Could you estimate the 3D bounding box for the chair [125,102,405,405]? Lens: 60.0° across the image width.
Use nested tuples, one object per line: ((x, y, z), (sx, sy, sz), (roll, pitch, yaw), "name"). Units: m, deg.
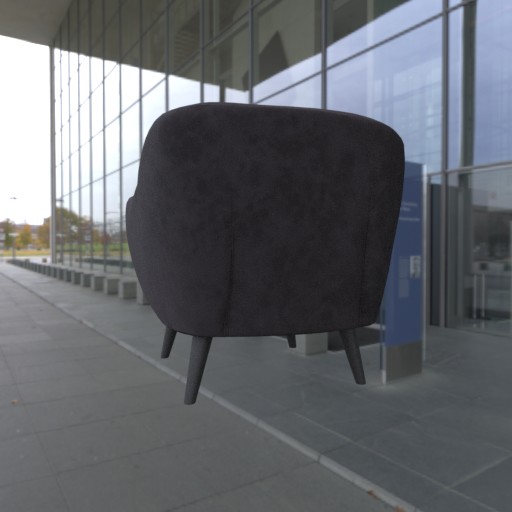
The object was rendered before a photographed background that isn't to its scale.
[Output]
((0.000, 0.000, 1.531), (0.840, 0.807, 0.819), (0, 1, -19), "chair")
